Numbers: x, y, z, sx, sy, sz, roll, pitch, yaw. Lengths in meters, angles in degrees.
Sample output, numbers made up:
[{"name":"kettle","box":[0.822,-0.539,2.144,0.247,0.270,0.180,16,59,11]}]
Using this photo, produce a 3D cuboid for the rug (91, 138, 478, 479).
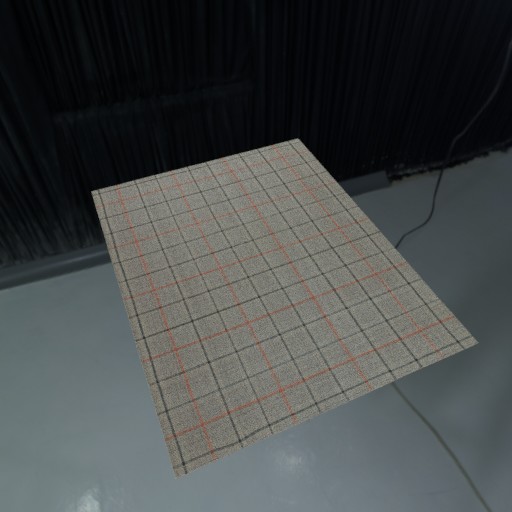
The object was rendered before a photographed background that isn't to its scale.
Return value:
[{"name":"rug","box":[0.000,0.000,4.049,2.444,0.012,3.048,-18,51,-16]}]
